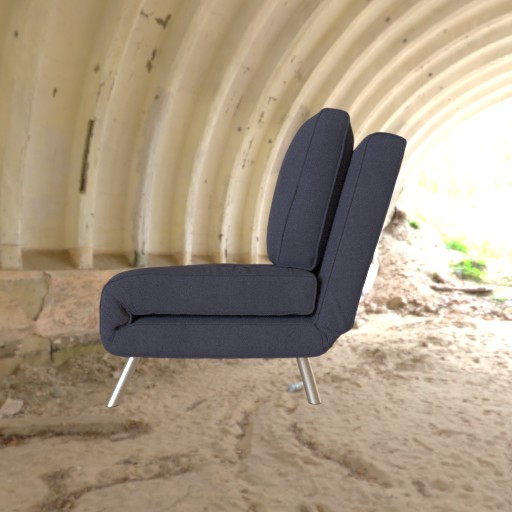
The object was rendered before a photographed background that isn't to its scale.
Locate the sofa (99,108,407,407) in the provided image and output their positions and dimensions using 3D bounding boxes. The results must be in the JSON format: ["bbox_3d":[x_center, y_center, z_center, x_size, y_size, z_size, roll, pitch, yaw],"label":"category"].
[{"bbox_3d":[0.000,0.000,1.878,0.910,0.910,1.220,0,-1,1],"label":"sofa"}]
